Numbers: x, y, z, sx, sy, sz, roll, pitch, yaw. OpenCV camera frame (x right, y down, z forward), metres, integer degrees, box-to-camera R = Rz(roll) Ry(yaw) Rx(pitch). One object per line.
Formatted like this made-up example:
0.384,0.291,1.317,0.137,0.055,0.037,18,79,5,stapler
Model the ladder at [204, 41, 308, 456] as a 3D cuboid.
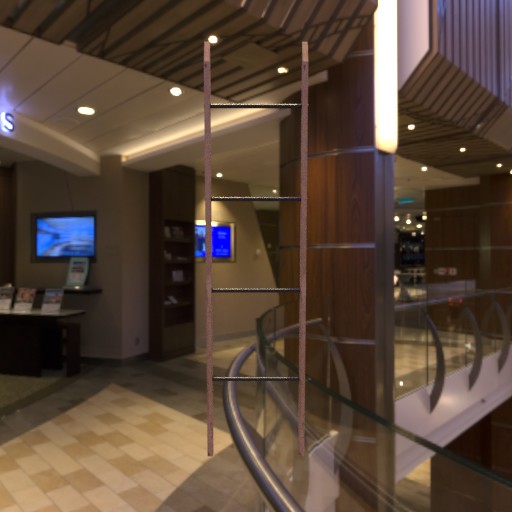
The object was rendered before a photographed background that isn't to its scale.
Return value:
0.000,0.000,1.941,0.442,1.805,0.200,0,-1,0,ladder
